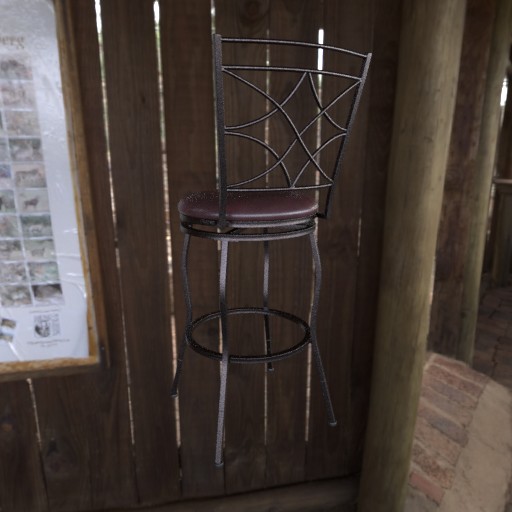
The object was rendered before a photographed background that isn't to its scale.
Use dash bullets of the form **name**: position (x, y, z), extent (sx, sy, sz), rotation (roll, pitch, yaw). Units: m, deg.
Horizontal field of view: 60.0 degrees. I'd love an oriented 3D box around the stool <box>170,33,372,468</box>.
- **stool**: position (0.000, 0.000, 1.353), extent (0.434, 1.117, 0.534), rotation (-7, 16, -27)
